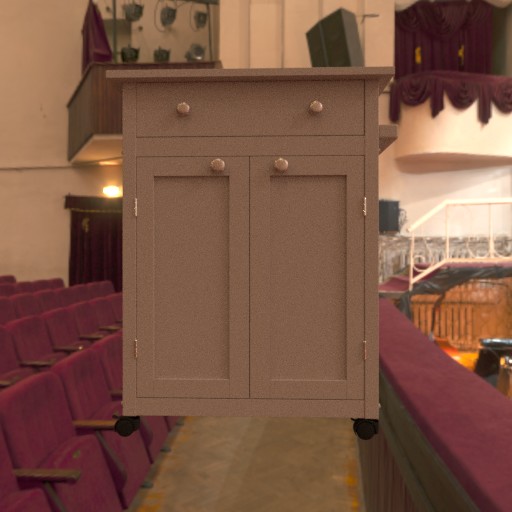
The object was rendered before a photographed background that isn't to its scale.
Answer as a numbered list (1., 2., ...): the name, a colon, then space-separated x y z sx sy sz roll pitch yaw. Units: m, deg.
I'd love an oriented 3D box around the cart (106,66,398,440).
1. cart: 0.000 0.000 1.240 0.683 0.864 0.442 0 0 2
